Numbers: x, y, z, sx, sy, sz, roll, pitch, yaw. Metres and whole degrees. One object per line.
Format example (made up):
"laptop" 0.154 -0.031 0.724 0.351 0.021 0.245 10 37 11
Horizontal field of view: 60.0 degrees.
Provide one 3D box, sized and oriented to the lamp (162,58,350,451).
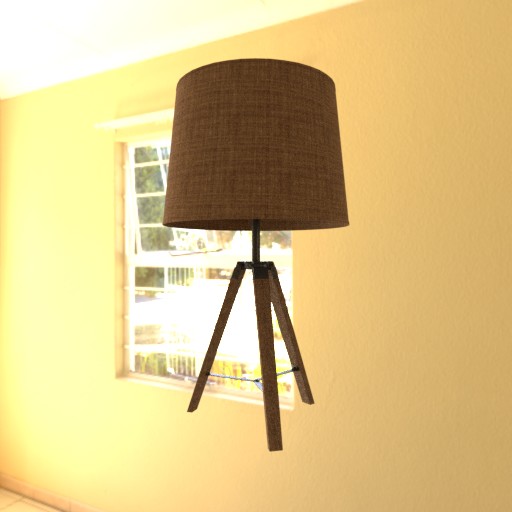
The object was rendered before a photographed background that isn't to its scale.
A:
"lamp" 0.000 0.000 0.700 0.290 0.514 0.290 0 0 0
